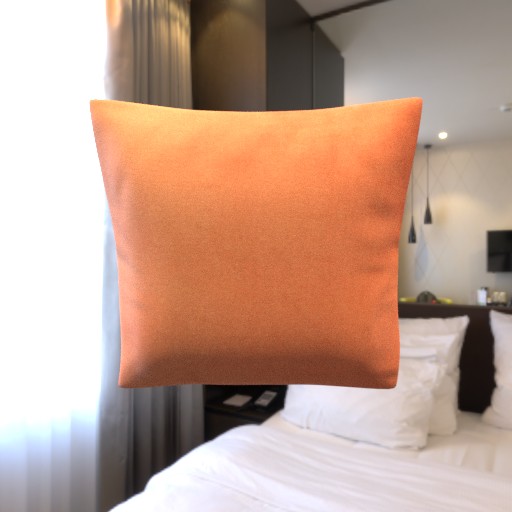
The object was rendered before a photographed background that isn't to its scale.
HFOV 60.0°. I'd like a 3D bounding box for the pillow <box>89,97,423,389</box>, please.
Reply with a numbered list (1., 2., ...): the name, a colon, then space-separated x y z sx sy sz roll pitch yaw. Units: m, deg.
1. pillow: 0.000 0.000 0.618 0.424 0.401 0.177 0 0 1
